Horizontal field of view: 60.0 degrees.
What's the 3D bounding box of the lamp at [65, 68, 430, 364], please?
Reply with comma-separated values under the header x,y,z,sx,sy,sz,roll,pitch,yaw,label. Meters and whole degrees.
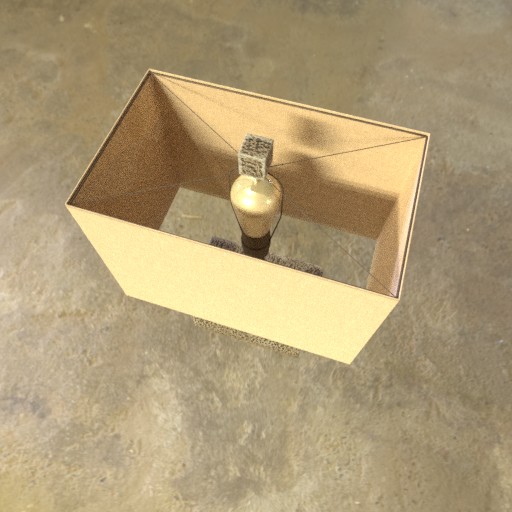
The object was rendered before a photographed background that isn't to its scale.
x,y,z,sx,sy,sz,roll,pitch,yaw,label
0.000,0.000,0.564,0.294,0.411,0.180,16,64,8,lamp
